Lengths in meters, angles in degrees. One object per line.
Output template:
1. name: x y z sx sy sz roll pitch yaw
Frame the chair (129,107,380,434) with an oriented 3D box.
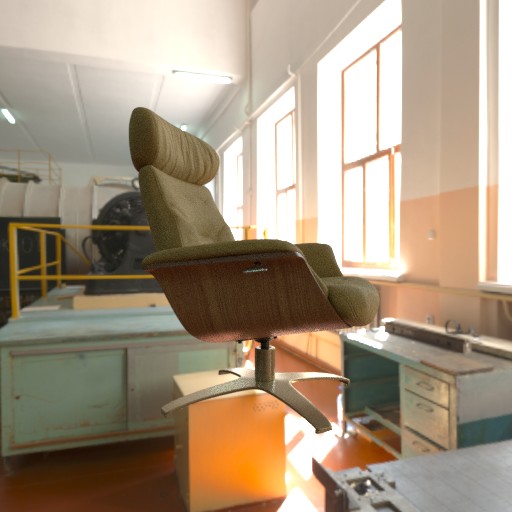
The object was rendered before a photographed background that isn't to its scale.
1. chair: 0.000 0.000 1.558 0.837 0.995 0.785 0 1 17
